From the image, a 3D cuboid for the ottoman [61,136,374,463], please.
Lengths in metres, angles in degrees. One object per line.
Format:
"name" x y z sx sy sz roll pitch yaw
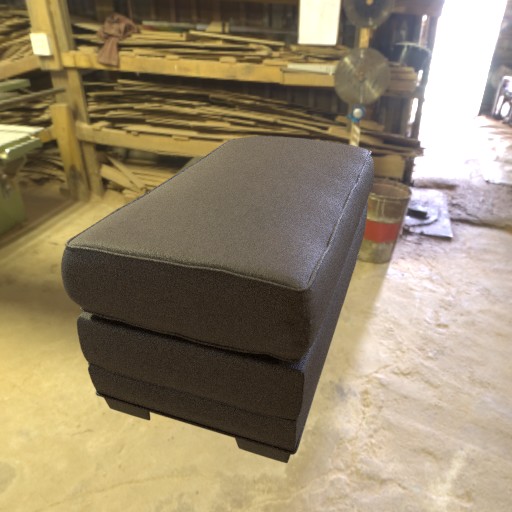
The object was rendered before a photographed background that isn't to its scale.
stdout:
"ottoman" 0.000 0.000 1.160 0.490 0.448 0.864 10 30 17
